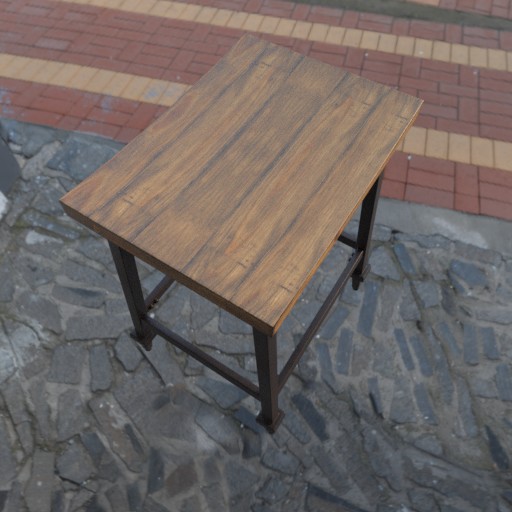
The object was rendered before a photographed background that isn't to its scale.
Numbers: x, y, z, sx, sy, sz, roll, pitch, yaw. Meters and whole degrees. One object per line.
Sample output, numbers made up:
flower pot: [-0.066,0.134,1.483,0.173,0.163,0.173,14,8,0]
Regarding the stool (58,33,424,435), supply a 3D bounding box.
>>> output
stool: [0.000,0.000,0.930,0.405,0.625,0.486,29,62,17]
